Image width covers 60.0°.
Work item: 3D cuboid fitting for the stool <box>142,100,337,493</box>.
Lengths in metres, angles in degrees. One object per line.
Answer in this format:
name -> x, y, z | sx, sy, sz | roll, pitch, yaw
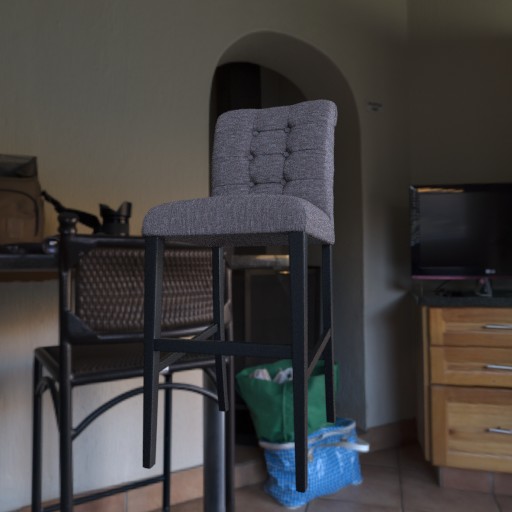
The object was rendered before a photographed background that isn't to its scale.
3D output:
stool -> 0.000, 0.000, 1.394 | 0.452, 1.131, 0.613 | -1, -3, 18
